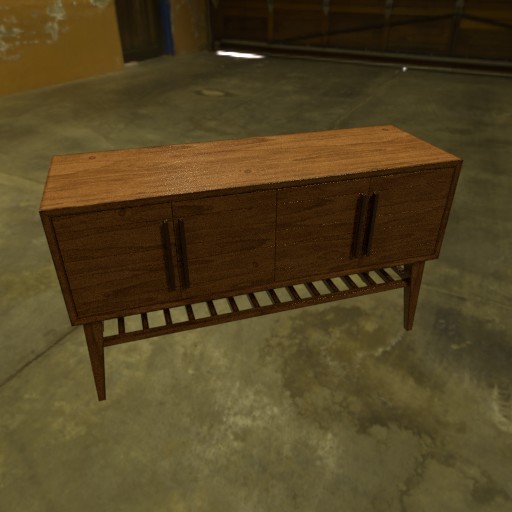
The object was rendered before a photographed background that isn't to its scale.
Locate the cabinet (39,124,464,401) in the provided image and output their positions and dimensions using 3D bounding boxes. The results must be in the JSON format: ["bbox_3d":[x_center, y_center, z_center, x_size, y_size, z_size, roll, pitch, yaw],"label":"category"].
[{"bbox_3d":[0.000,0.000,1.757,1.363,0.802,0.477,-9,33,-15],"label":"cabinet"}]
